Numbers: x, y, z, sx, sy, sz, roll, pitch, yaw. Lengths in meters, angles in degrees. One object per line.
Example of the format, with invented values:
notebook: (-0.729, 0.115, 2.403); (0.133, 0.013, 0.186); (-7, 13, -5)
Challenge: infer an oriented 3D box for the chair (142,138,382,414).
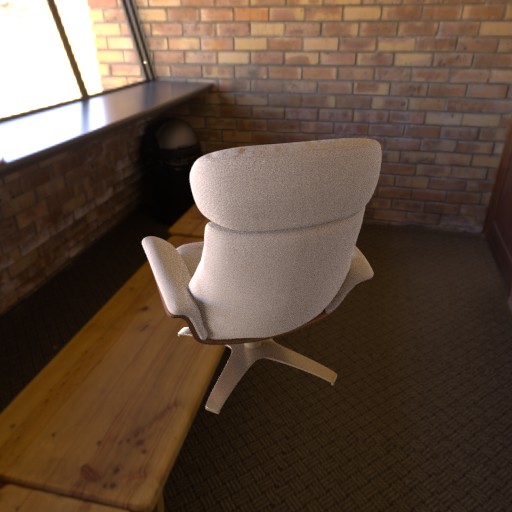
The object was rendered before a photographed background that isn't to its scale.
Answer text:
chair: (0.000, 0.000, 1.648); (0.785, 0.995, 0.837); (-9, 29, -17)
